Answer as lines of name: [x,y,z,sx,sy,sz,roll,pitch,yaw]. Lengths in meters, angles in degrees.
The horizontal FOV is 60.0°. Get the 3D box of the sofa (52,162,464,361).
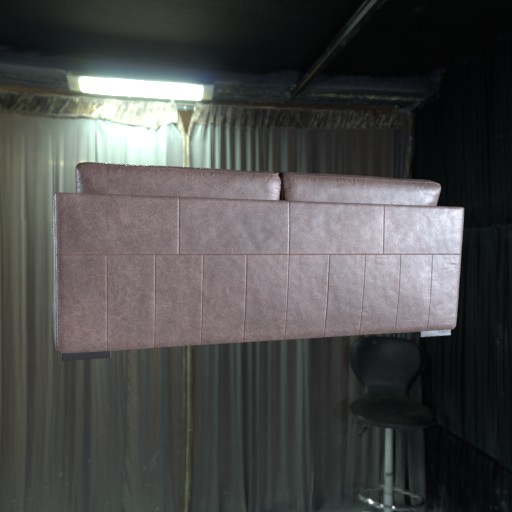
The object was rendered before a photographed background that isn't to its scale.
sofa: [0.000,0.000,2.777,2.261,0.941,1.143,0,1,-17]
